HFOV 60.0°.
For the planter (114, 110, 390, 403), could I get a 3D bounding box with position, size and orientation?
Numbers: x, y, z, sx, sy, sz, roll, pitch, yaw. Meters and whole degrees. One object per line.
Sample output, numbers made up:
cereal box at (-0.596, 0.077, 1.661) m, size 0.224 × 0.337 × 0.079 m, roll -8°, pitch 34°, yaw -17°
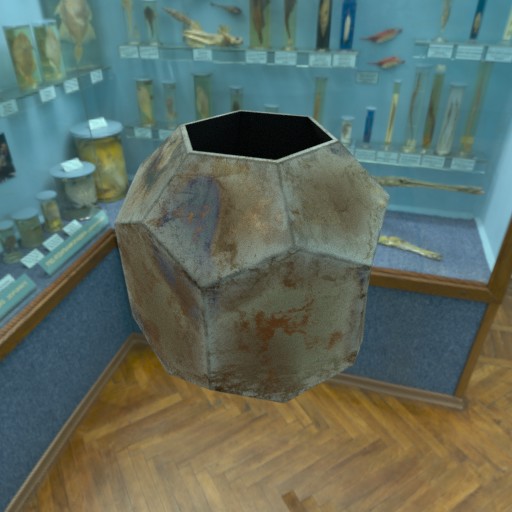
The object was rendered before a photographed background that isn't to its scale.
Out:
planter at (0.000, 0.000, 0.420) m, size 0.221 × 0.238 × 0.243 m, roll 10°, pitch 35°, yaw 14°
